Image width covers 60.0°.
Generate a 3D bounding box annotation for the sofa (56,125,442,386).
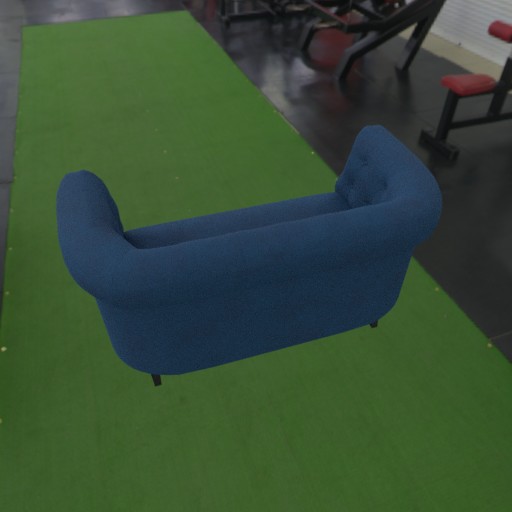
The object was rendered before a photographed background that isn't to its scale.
[{"bbox_3d":[0.000,0.000,2.037,1.558,0.827,0.835,-12,44,-13],"label":"sofa"}]
